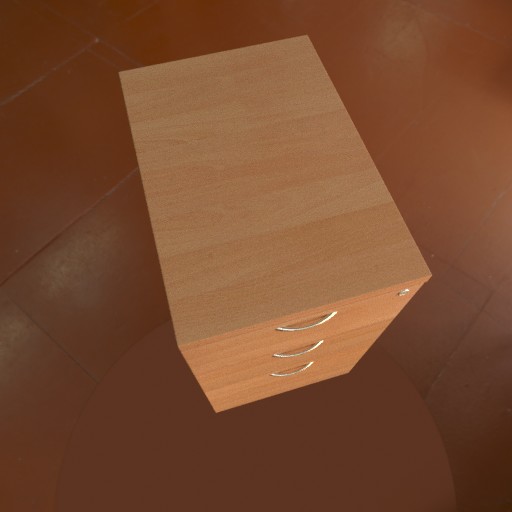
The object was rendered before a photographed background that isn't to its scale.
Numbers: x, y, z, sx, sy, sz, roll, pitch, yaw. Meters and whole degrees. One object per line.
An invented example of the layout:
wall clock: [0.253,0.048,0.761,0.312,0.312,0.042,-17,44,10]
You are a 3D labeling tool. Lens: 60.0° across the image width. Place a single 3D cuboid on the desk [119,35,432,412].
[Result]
desk: [0.000,0.000,1.115,0.404,0.730,0.600,-15,64,-7]
